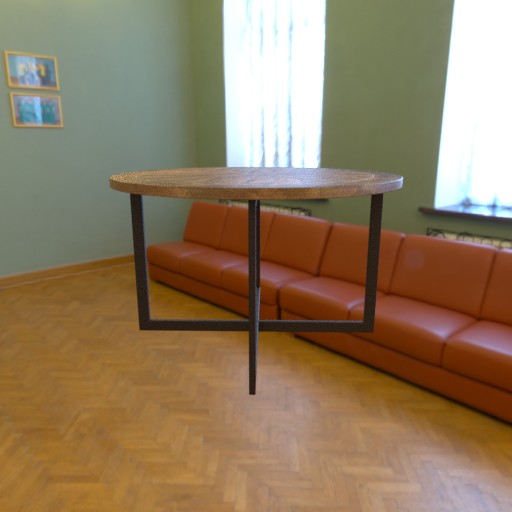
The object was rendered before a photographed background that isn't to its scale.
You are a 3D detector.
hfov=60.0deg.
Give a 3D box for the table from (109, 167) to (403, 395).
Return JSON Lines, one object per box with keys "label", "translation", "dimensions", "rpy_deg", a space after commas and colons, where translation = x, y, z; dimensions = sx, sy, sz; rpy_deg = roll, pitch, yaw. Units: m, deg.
{"label": "table", "translation": [0.000, 0.000, 2.095], "dimensions": [1.264, 0.762, 1.264], "rpy_deg": [0, 14, 0]}
